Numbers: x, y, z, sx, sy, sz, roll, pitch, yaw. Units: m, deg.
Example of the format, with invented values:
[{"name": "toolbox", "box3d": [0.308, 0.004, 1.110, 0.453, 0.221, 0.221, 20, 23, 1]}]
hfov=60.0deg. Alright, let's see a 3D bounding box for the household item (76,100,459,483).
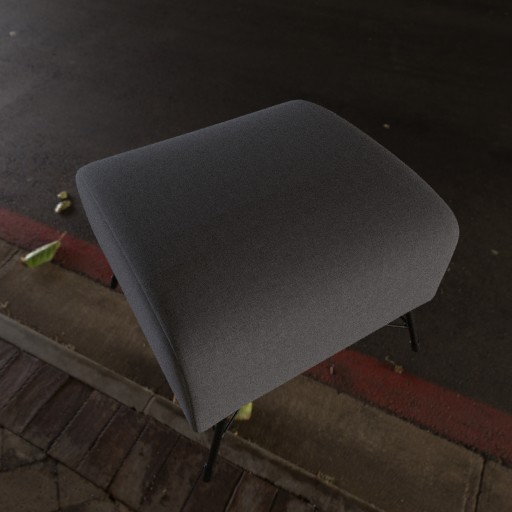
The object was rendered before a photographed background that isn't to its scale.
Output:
[{"name": "household item", "box3d": [0.000, 0.000, 0.882, 0.530, 0.410, 0.530, -24, 52, -20]}]
